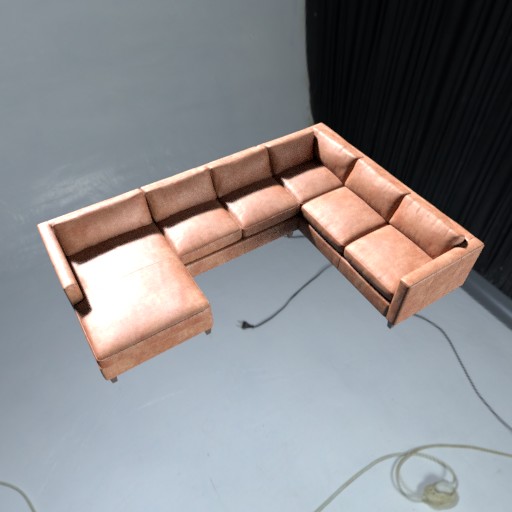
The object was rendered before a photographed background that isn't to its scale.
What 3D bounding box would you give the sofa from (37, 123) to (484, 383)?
[{"bbox_3d":[0.000,0.000,4.328,3.401,0.832,2.430,-25,53,-21],"label":"sofa"}]
